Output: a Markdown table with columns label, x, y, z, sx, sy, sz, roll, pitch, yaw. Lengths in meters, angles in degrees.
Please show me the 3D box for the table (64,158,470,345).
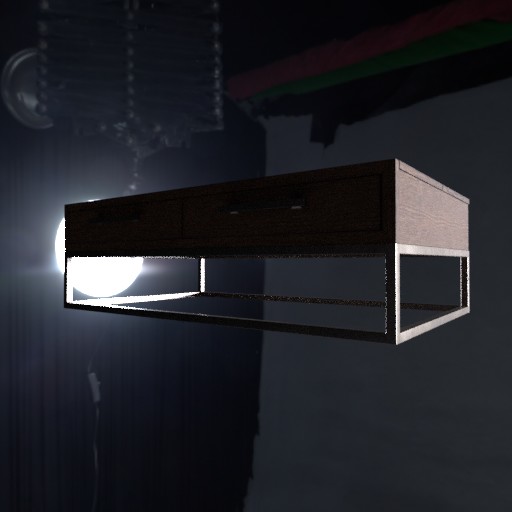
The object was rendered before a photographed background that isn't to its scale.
| label | x | y | z | sx | sy | sz | roll | pitch | yaw |
| --- | --- | --- | --- | --- | --- | --- | --- | --- | --- |
| table | 0.000 | 0.000 | 1.472 | 1.167 | 0.361 | 0.719 | -1 | -1 | 36 |
